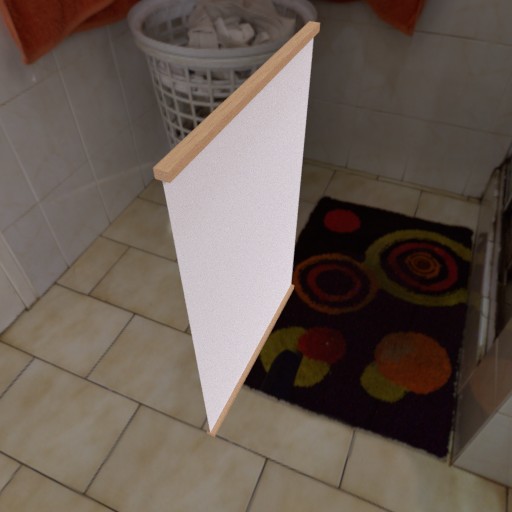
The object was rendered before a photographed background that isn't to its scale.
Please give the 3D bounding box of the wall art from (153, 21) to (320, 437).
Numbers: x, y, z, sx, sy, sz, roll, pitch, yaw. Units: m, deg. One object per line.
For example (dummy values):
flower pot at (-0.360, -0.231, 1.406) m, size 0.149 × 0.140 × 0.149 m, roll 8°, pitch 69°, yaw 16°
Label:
wall art at (0.000, 0.000, 0.622) m, size 0.013 × 0.510 × 0.335 m, roll 19°, pitch 50°, yaw 17°
